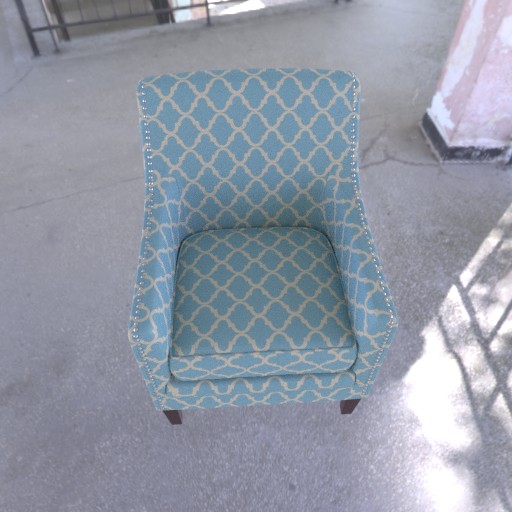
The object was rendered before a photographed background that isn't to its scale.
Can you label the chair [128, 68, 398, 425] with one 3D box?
[{"bbox_3d":[0.000,0.000,1.303,0.617,0.817,0.686,-3,48,-2],"label":"chair"}]
